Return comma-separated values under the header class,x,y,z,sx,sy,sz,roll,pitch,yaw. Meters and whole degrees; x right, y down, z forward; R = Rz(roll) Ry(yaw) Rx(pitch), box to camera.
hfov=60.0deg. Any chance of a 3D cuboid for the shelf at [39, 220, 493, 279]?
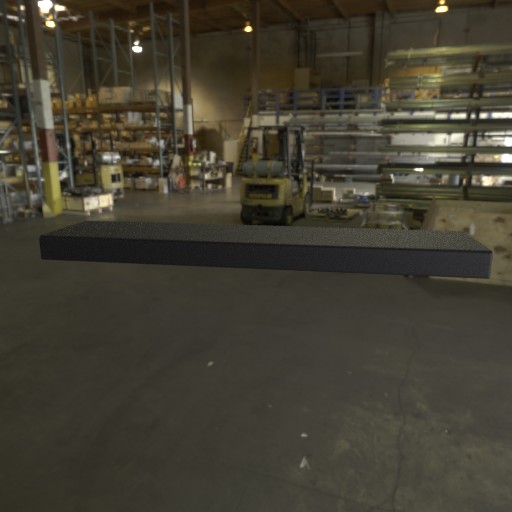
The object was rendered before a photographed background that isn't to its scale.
class,x,y,z,sx,sy,sz,roll,pitch,yaw
shelf,0.000,0.000,0.494,0.456,0.053,0.102,2,14,9
